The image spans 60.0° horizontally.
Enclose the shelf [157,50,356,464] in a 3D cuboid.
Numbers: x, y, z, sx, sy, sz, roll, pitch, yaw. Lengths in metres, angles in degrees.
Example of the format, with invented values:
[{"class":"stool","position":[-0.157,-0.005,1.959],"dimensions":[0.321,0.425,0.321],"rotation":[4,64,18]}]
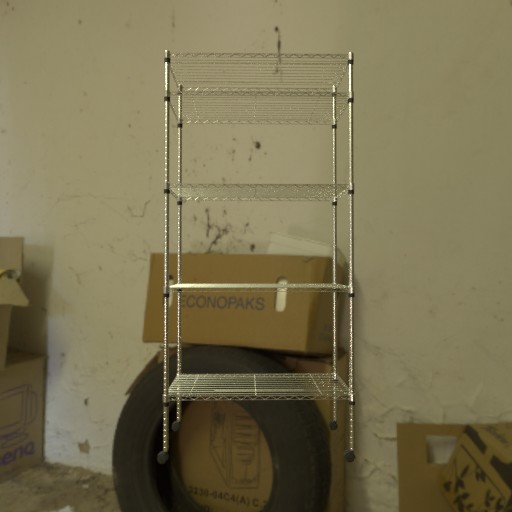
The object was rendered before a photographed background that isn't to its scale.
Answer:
[{"class":"shelf","position":[0.000,0.000,1.883],"dimensions":[0.762,1.587,0.356],"rotation":[0,-1,-1]}]
